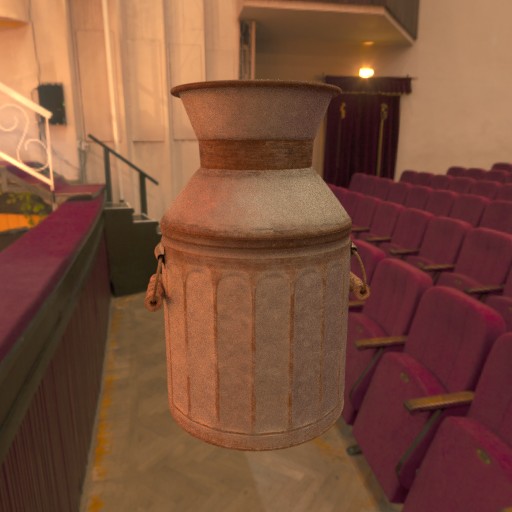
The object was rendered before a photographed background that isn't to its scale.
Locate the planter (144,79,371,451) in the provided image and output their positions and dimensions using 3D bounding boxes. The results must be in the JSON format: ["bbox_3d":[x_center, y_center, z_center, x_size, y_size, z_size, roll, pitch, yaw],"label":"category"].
[{"bbox_3d":[0.000,0.000,0.508,0.248,0.358,0.215,-2,15,-8],"label":"planter"}]
